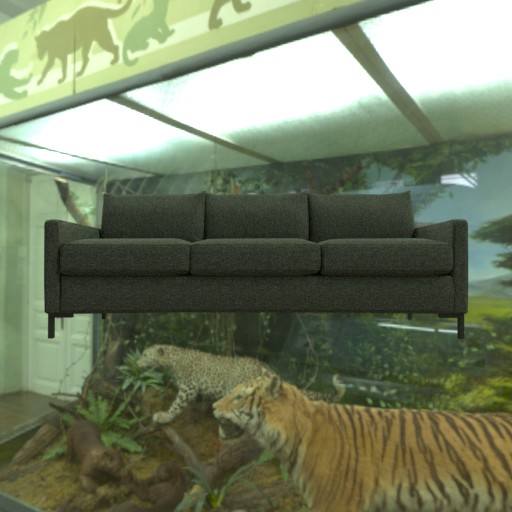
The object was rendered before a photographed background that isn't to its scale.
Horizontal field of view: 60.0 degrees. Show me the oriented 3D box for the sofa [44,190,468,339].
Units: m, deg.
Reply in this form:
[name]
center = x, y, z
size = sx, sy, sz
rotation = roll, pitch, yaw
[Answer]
[sofa]
center = 0.000, 0.000, 2.719
size = 2.253, 0.879, 0.876
rotation = 0, -1, 0
